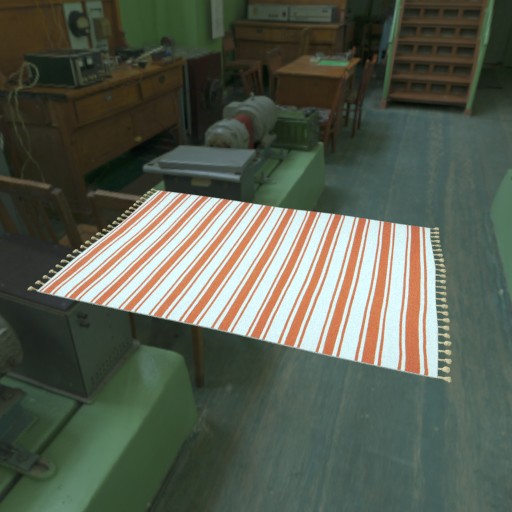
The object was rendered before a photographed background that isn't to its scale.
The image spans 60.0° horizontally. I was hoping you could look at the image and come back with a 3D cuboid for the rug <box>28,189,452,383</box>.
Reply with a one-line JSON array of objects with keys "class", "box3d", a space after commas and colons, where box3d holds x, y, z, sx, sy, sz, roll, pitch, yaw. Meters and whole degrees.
[{"class": "rug", "box3d": [0.000, 0.000, 2.997, 2.433, 0.022, 1.556, 10, 34, 15]}]
